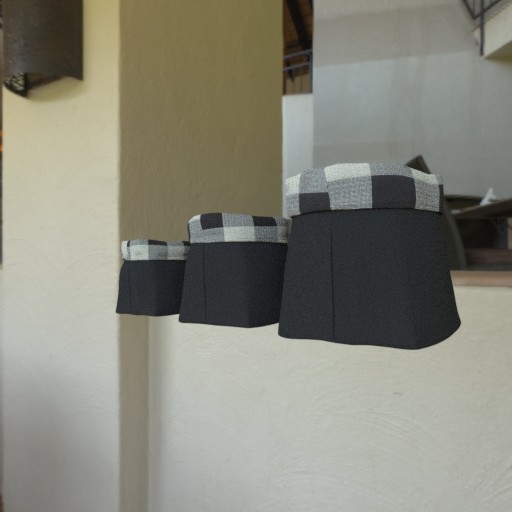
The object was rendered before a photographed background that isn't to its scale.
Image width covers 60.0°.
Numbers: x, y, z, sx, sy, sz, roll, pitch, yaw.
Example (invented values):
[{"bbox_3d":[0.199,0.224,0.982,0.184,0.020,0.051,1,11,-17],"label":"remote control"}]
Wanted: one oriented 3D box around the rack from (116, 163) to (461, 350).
[{"bbox_3d":[0.000,0.000,1.090,0.889,0.329,0.370,0,0,35],"label":"rack"}]
